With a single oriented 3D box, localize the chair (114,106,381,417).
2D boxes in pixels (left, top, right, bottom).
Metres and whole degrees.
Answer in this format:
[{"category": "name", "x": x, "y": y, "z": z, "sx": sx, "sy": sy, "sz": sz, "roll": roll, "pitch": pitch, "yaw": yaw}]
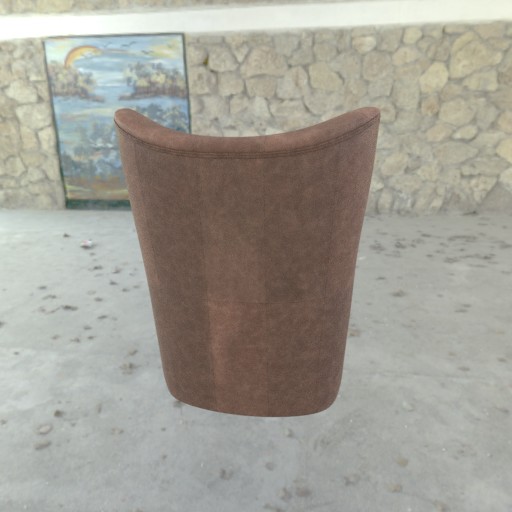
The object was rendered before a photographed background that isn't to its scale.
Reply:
[{"category": "chair", "x": 0.000, "y": 0.000, "z": 1.733, "sx": 0.831, "sy": 1.079, "sz": 0.930, "roll": 3, "pitch": 16, "yaw": 9}]
